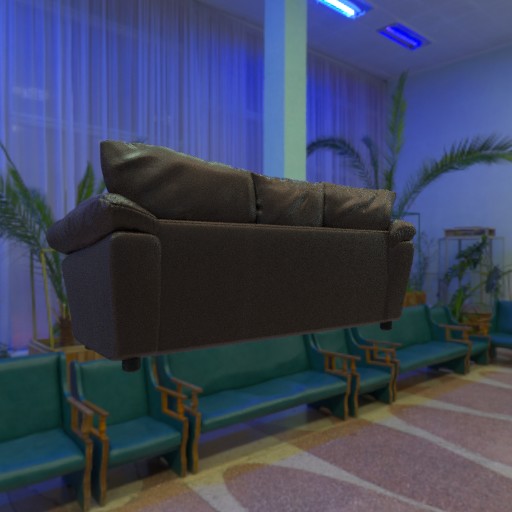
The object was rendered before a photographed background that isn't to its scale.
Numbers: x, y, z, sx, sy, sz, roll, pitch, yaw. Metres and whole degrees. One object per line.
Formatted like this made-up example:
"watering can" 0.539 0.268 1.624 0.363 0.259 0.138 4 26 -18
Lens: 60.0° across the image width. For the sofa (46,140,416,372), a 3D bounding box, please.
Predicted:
"sofa" 0.000 0.000 2.883 2.390 1.091 0.907 0 0 -37
